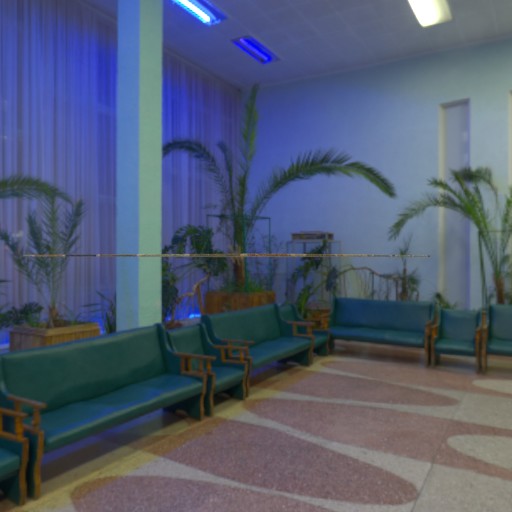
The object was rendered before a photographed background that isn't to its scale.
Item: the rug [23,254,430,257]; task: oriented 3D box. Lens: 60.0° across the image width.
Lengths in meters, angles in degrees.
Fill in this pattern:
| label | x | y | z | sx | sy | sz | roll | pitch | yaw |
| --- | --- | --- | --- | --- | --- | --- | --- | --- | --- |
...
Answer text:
| label | x | y | z | sx | sy | sz | roll | pitch | yaw |
| --- | --- | --- | --- | --- | --- | --- | --- | --- | --- |
| rug | 0.000 | 0.000 | 4.234 | 2.439 | 0.013 | 3.200 | 0 | 0 | 35 |
